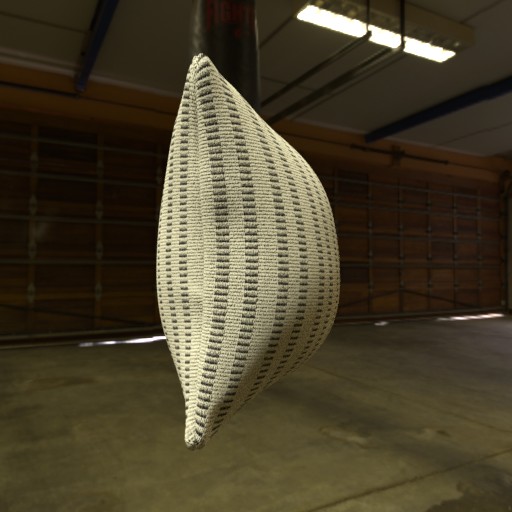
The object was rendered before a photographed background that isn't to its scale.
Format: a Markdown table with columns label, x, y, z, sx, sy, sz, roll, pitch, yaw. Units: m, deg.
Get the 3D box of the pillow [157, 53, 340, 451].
| label | x | y | z | sx | sy | sz | roll | pitch | yaw |
| --- | --- | --- | --- | --- | --- | --- | --- | --- | --- |
| pillow | 0.000 | 0.000 | 0.667 | 0.247 | 0.419 | 0.438 | -1 | -2 | 17 |
